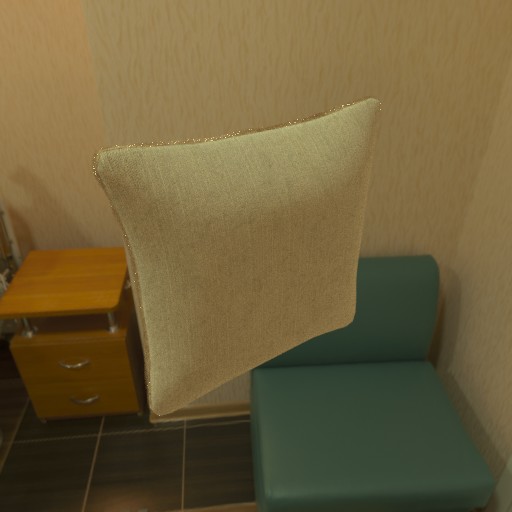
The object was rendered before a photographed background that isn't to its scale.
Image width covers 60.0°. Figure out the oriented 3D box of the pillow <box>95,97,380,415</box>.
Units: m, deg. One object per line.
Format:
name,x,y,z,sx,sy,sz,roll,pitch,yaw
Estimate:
pillow,0.000,0.000,0.826,0.538,0.525,0.216,-20,37,-29
